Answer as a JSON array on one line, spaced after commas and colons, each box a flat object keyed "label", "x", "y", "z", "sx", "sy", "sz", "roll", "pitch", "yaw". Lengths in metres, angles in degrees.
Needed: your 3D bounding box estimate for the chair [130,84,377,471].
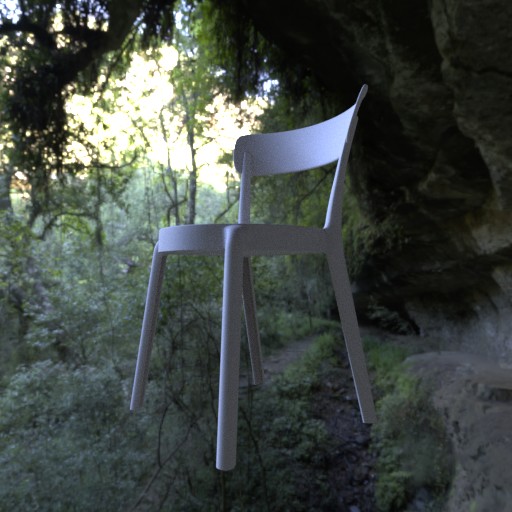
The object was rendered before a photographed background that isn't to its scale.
[{"label": "chair", "x": 0.000, "y": 0.000, "z": 1.124, "sx": 0.491, "sy": 0.790, "sz": 0.506, "roll": 1, "pitch": -2, "yaw": -37}]
